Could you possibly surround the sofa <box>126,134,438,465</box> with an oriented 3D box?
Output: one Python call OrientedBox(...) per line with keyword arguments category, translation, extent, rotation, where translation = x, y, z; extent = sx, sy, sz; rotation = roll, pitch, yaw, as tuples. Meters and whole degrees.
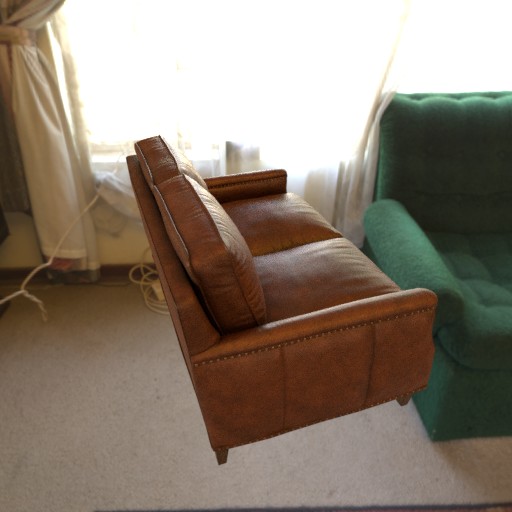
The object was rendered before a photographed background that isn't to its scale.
OrientedBox(category="sofa", translation=(0.000, 0.000, 2.280), extent=(1.083, 1.003, 1.628), rotation=(-11, 33, -17))
